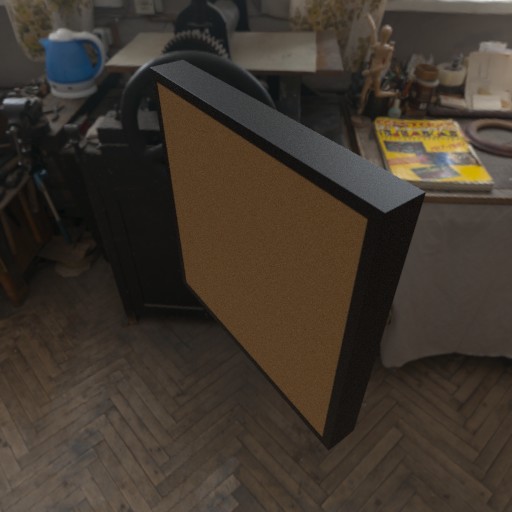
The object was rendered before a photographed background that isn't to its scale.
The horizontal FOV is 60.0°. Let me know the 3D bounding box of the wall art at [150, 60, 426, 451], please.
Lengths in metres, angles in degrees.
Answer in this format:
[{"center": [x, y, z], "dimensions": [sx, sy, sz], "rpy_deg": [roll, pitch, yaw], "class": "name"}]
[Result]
[{"center": [0.000, 0.000, 0.458], "dimensions": [0.038, 0.304, 0.304], "rpy_deg": [-26, 48, -26], "class": "wall art"}]
